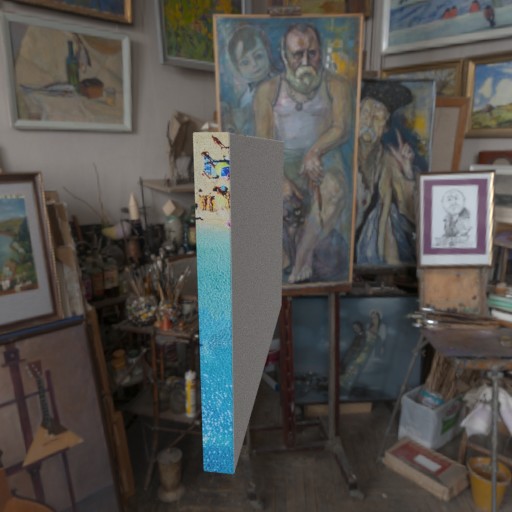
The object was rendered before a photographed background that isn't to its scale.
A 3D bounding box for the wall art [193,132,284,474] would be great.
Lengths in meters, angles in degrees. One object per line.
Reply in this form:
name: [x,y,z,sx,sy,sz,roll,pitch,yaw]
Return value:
wall art: [0.000,0.000,0.792,0.039,0.406,0.609,2,14,8]
